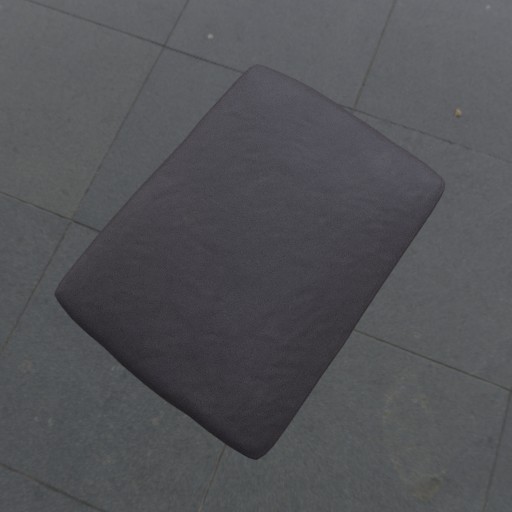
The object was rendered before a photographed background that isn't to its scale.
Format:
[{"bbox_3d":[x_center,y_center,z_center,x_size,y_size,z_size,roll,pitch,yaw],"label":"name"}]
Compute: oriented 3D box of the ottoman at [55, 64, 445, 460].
[{"bbox_3d":[0.000,0.000,1.291,0.659,0.529,0.887,35,77,9],"label":"ottoman"}]
